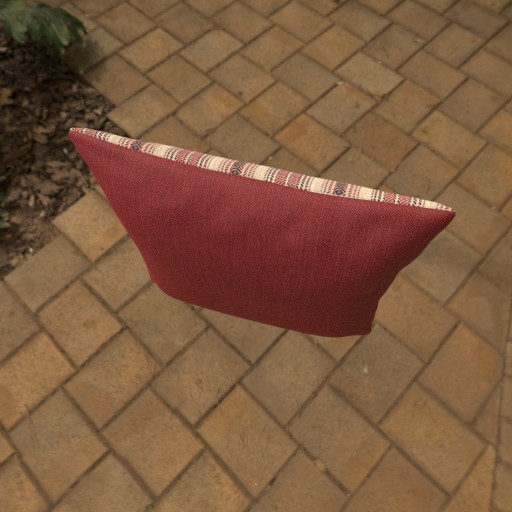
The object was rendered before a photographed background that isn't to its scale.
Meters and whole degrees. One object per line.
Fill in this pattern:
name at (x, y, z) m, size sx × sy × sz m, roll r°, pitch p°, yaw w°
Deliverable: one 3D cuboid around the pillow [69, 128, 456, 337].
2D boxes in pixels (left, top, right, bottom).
pillow at (0.000, 0.000, 0.779) m, size 0.513 × 0.497 × 0.166 m, roll 13°, pitch 64°, yaw 7°
